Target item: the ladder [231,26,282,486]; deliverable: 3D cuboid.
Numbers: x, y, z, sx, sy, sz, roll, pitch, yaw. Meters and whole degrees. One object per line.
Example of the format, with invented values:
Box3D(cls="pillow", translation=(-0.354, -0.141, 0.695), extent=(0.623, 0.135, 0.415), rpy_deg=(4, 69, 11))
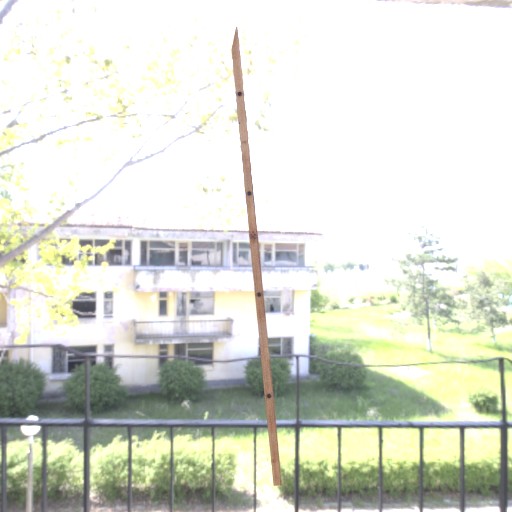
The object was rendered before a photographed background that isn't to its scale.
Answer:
Box3D(cls="ladder", translation=(0.000, 0.000, 1.957), extent=(0.200, 1.805, 0.442), rpy_deg=(0, 0, -1))
